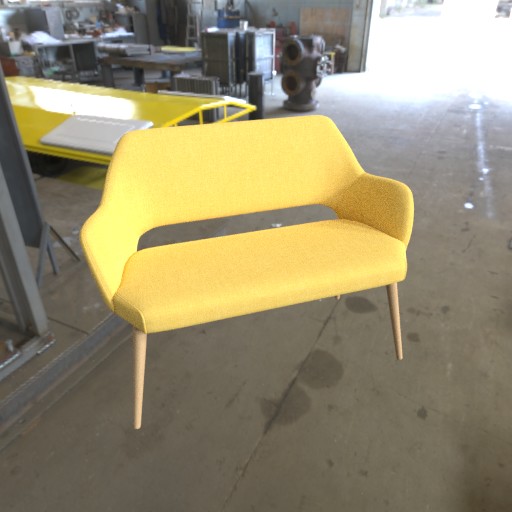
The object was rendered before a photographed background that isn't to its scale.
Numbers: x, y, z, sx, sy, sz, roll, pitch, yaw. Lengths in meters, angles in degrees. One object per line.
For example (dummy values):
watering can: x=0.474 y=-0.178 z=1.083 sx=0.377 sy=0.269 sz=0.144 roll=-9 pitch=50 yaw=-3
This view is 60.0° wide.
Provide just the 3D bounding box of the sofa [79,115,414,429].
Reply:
sofa: x=0.000 y=0.000 z=1.630 sx=1.150 sy=0.840 sz=0.610 roll=-10 pitch=32 yaw=-16
